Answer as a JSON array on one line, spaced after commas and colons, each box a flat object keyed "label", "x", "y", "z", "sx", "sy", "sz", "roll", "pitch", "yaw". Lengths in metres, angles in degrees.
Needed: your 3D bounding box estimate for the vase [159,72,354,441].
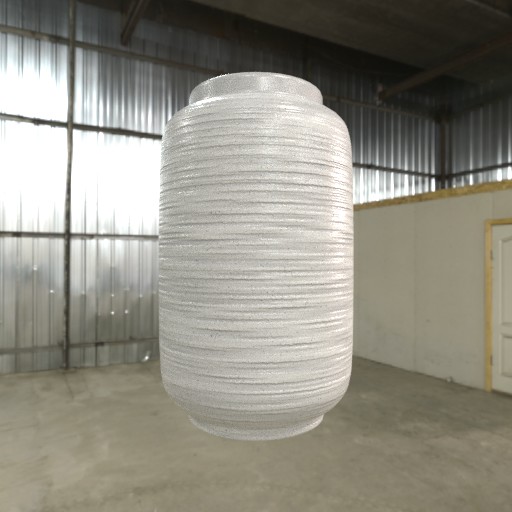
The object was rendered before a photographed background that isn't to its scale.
[{"label": "vase", "x": 0.000, "y": 0.000, "z": 0.470, "sx": 0.202, "sy": 0.335, "sz": 0.202, "roll": 0, "pitch": 0, "yaw": 0}]
